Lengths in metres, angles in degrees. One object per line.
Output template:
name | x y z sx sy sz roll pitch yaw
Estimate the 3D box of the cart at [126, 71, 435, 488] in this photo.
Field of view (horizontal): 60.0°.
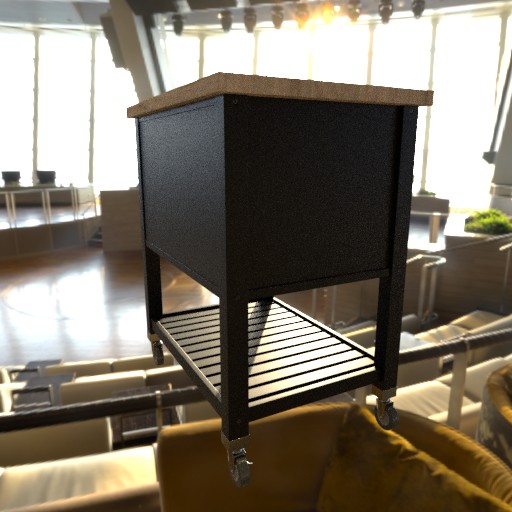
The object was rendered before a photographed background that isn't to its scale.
cart | 0.000 0.000 1.380 0.567 0.920 0.797 -7 15 -27
